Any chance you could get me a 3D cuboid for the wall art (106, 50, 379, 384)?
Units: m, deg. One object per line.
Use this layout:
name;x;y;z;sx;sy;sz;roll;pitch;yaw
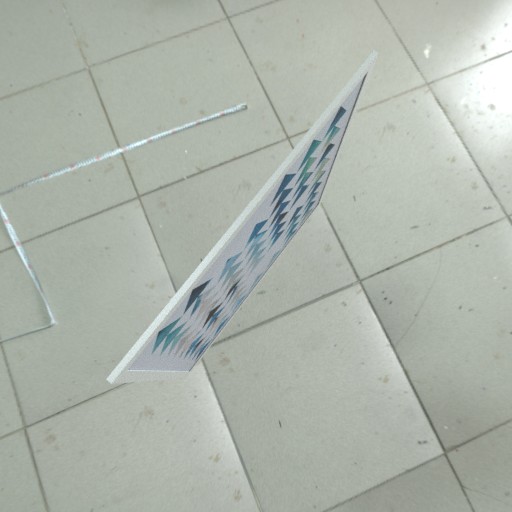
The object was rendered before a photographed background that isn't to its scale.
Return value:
wall art;0.000;0.000;0.681;0.007;0.456;0.456;36;78;9
